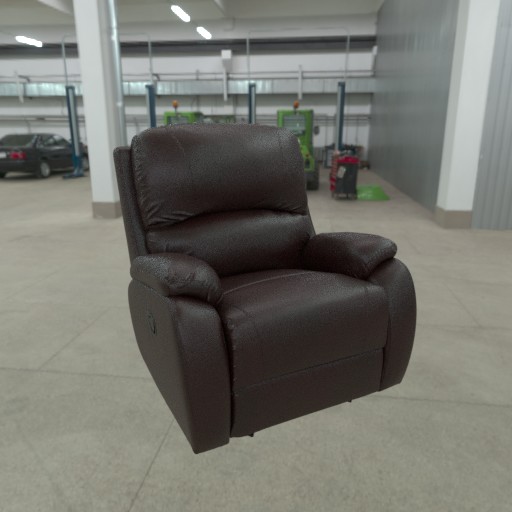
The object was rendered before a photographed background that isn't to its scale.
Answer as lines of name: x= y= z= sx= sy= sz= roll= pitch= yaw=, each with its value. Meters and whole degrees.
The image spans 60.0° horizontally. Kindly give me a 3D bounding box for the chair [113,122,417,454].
chair: x=0.000 y=0.000 z=1.741 sx=0.930 sy=1.011 sz=0.899 roll=-8 pitch=18 yaw=-27
